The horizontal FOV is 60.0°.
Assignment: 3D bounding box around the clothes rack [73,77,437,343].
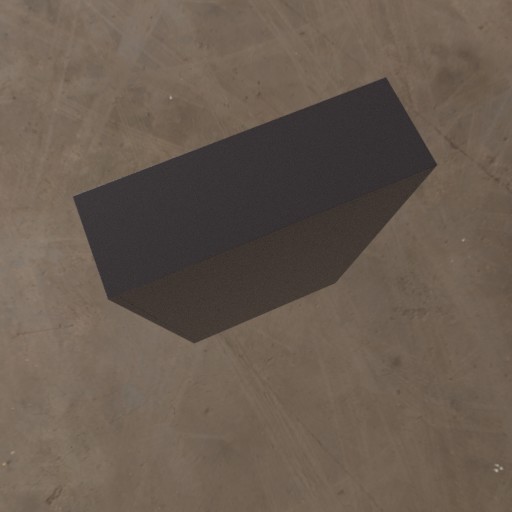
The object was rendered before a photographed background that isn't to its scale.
[{"bbox_3d":[0.000,0.000,1.571,0.750,1.280,0.250,-22,76,-6],"label":"clothes rack"}]
